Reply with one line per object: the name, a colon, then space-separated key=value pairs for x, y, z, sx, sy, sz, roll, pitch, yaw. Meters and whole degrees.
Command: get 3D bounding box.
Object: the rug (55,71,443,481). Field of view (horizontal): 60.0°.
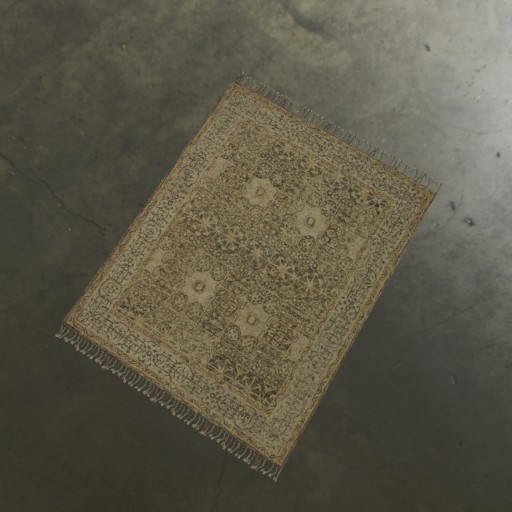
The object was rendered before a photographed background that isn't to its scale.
rug: x=0.000 y=0.000 z=4.313 sx=2.431 sy=0.017 sz=3.291 roll=31 pitch=79 yaw=7
